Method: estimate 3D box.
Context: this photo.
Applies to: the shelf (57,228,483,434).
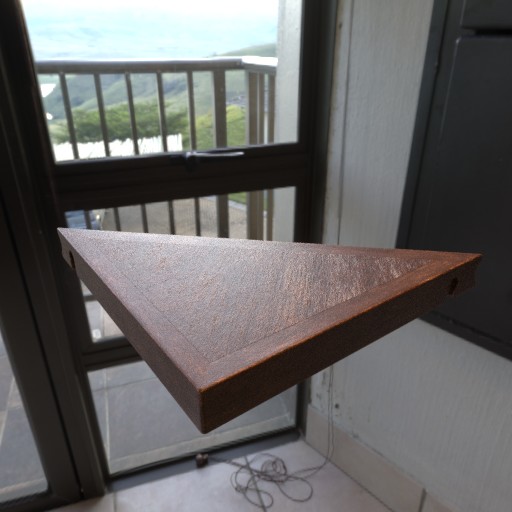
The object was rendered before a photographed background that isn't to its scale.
[{"bbox_3d":[0.000,0.000,0.440,0.296,0.035,0.296,-18,32,-32],"label":"shelf"}]
